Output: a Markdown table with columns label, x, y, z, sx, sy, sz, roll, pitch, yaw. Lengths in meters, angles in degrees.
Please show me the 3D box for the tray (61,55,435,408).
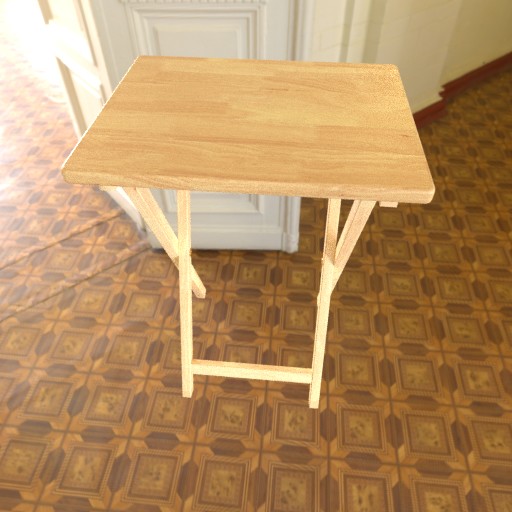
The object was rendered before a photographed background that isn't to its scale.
| label | x | y | z | sx | sy | sz | roll | pitch | yaw |
| --- | --- | --- | --- | --- | --- | --- | --- | --- | --- |
| tray | 0.000 | 0.000 | 0.928 | 0.483 | 0.660 | 0.381 | 4 | 46 | 4 |
